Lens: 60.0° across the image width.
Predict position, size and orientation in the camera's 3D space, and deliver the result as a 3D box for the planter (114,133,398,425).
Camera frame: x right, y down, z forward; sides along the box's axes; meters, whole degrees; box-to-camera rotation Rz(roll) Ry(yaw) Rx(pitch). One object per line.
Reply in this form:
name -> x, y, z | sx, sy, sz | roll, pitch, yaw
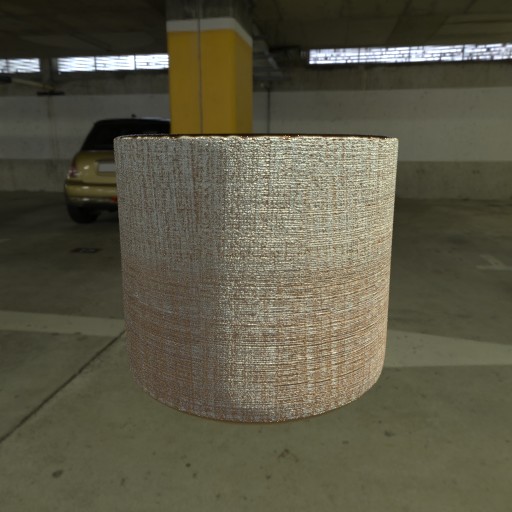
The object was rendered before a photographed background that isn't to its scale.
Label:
planter -> 0.000, 0.000, 0.302 | 0.177, 0.157, 0.177 | 0, 14, 0
